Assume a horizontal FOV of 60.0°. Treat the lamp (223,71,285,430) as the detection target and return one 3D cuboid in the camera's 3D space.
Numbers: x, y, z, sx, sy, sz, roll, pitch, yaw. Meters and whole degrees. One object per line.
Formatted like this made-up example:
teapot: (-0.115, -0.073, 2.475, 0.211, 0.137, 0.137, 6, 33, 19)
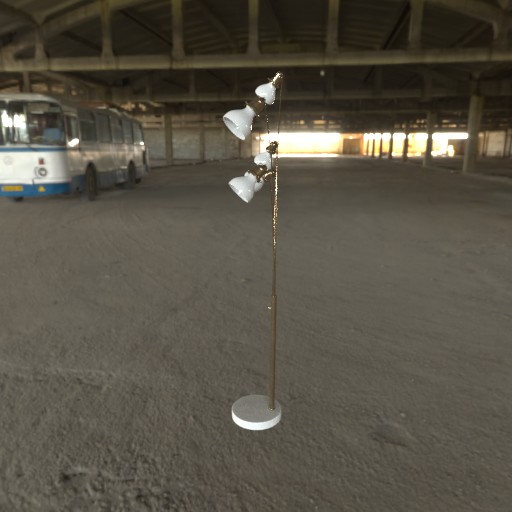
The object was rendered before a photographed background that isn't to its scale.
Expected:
lamp: (0.000, 0.000, 2.936, 0.361, 2.423, 1.405, 2, 14, 8)
